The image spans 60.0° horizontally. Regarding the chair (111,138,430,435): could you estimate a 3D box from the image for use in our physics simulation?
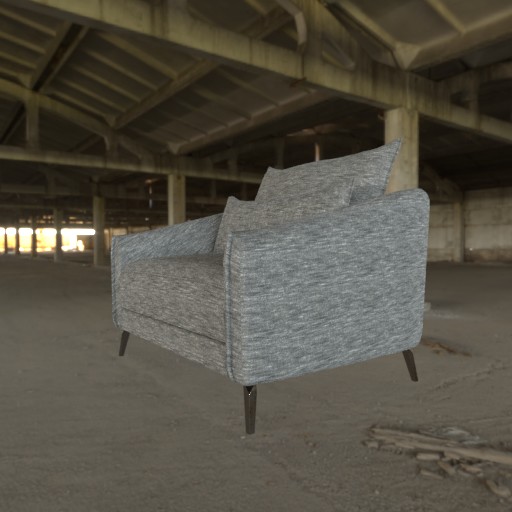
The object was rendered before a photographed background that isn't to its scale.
[{"bbox_3d":[0.000,0.000,1.662,0.805,0.842,1.004,-1,2,-36],"label":"chair"}]
